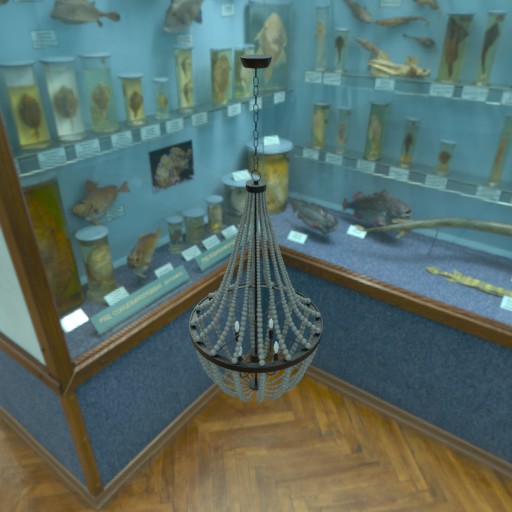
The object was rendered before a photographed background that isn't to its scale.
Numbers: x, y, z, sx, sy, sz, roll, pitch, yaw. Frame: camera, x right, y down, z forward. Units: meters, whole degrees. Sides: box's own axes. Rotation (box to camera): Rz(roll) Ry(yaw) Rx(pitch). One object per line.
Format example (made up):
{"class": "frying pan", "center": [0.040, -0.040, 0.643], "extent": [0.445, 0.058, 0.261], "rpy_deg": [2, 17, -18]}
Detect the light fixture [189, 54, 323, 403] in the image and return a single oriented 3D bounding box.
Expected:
{"class": "light fixture", "center": [0.000, 0.000, 1.371], "extent": [0.450, 1.133, 0.450], "rpy_deg": [0, 31, 0]}
